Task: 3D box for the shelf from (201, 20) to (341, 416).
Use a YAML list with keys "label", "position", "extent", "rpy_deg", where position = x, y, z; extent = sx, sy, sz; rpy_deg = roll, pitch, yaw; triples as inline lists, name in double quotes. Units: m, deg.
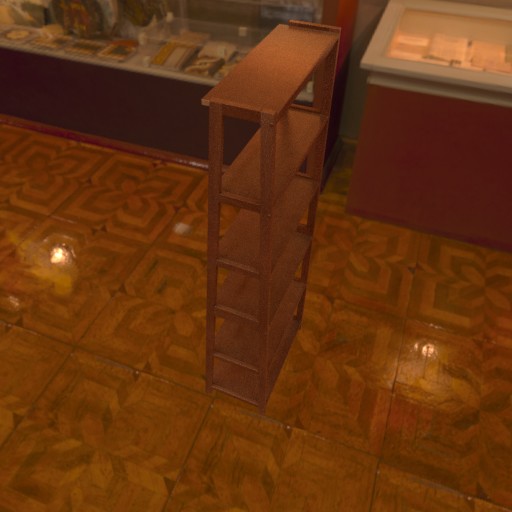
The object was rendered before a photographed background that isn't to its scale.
- label: "shelf"
  position: [0.000, 0.000, 2.111]
  extent: [0.382, 1.892, 0.660]
  rpy_deg: [17, 49, 15]
